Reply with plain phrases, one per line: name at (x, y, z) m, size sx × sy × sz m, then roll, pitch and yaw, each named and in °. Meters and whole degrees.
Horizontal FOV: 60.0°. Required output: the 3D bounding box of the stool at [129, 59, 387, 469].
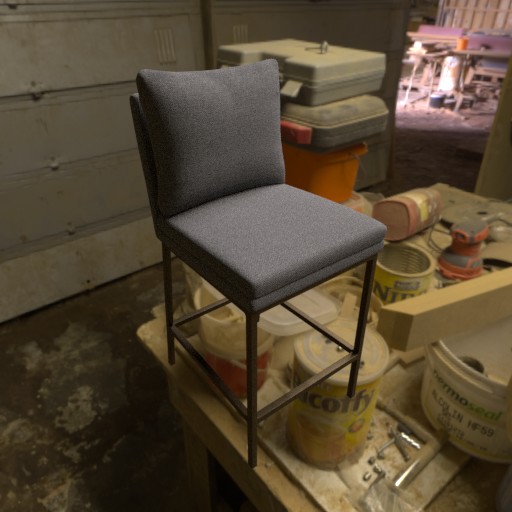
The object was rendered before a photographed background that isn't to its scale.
stool at (0.000, 0.000, 1.323) m, size 0.463 × 1.031 × 0.569 m, roll -22°, pitch 37°, yaw -32°
